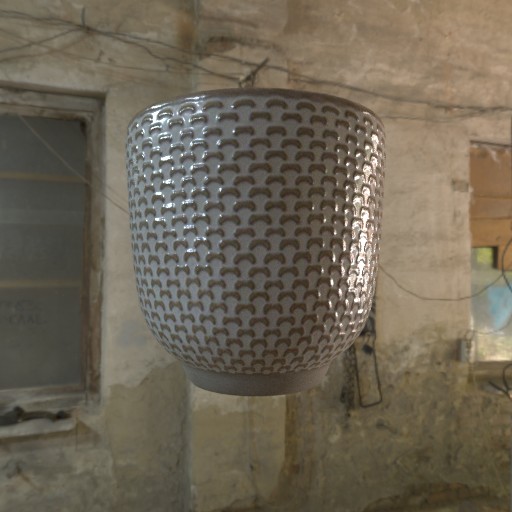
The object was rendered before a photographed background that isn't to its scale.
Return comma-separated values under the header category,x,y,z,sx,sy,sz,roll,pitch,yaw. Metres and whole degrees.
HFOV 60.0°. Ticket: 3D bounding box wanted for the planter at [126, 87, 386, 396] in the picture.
category,x,y,z,sx,sy,sz,roll,pitch,yaw
planter,0.000,0.000,0.348,0.197,0.191,0.197,0,-1,0
